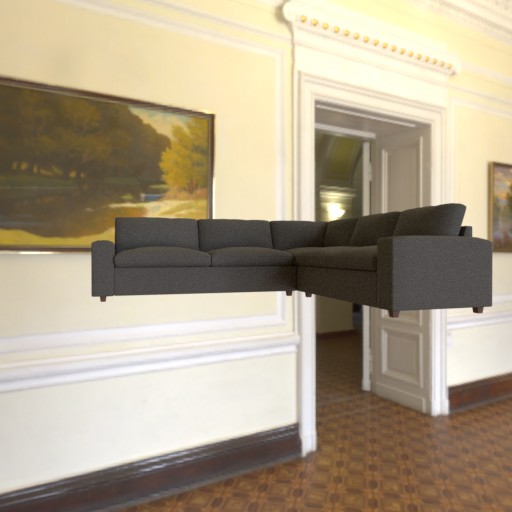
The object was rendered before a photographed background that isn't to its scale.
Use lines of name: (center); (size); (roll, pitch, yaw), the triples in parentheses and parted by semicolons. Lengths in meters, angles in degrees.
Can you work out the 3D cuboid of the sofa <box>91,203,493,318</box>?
sofa: (0.000, 0.000, 4.617); (3.277, 0.965, 2.895); (0, 1, -17)
